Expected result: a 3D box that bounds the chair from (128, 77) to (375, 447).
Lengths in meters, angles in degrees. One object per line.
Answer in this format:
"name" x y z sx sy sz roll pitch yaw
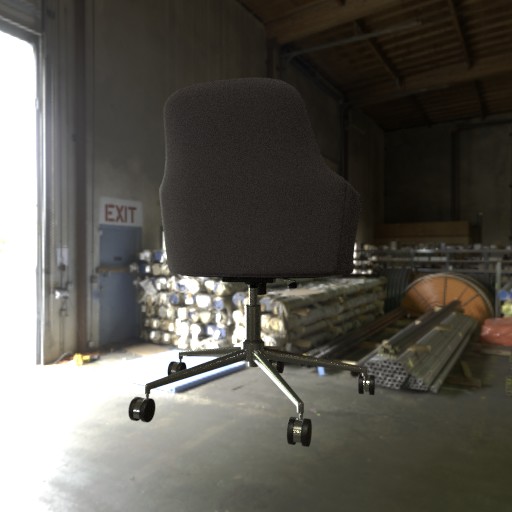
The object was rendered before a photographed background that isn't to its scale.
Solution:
"chair" 0.000 0.000 1.283 0.655 0.820 0.600 0 1 18
